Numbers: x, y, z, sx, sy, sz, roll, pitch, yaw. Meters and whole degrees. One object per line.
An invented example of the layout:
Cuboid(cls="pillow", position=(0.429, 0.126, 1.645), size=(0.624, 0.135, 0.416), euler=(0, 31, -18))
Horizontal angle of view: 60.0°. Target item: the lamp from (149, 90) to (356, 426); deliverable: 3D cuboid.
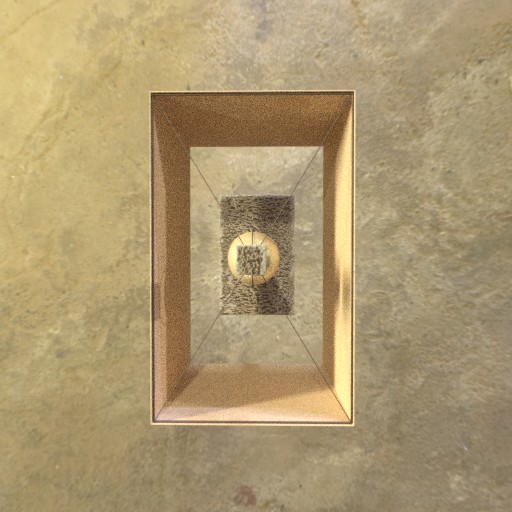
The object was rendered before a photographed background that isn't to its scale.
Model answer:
Cuboid(cls="lamp", position=(0.000, 0.000, 0.566), size=(0.180, 0.411, 0.294), euler=(0, 91, 1))
